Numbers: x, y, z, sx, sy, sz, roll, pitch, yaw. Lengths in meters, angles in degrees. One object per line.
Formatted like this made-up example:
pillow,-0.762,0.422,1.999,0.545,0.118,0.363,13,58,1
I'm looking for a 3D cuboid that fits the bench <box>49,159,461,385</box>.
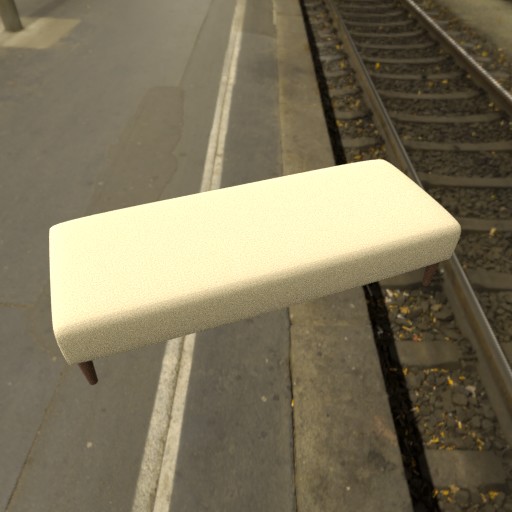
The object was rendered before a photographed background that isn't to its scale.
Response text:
bench,0.000,0.000,1.936,1.609,0.393,0.646,-14,43,-15
